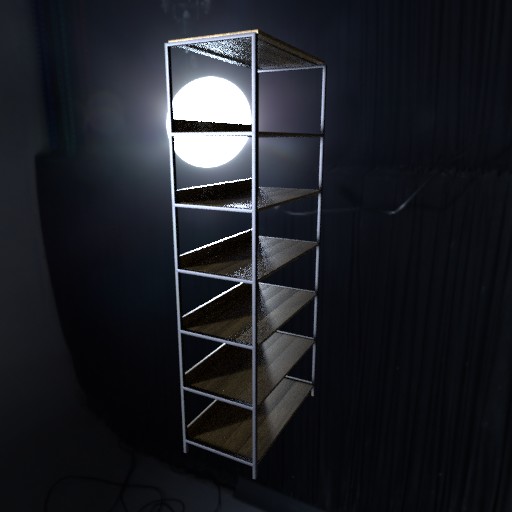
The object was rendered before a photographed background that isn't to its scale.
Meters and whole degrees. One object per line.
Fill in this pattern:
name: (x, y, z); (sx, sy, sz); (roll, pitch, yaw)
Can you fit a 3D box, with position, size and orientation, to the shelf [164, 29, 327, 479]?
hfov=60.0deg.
shelf: (0.000, 0.000, 2.376); (0.431, 2.015, 0.847); (7, 16, 26)
